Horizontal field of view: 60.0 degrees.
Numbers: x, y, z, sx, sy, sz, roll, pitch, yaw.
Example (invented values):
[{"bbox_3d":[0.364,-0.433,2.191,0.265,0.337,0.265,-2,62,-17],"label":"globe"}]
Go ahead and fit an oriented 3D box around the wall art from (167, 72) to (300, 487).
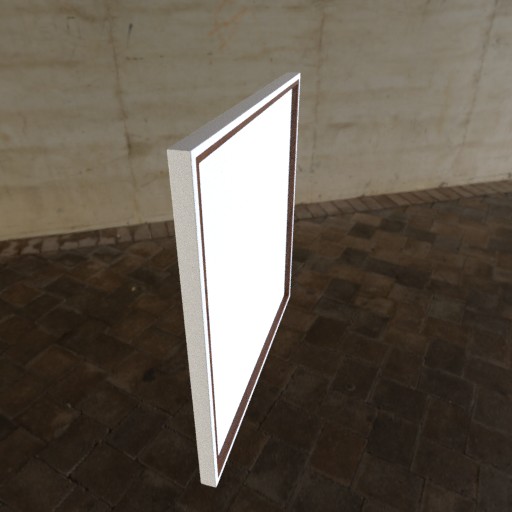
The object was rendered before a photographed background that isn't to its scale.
[{"bbox_3d":[0.000,0.000,1.476,0.049,1.009,1.009,8,31,14],"label":"wall art"}]
